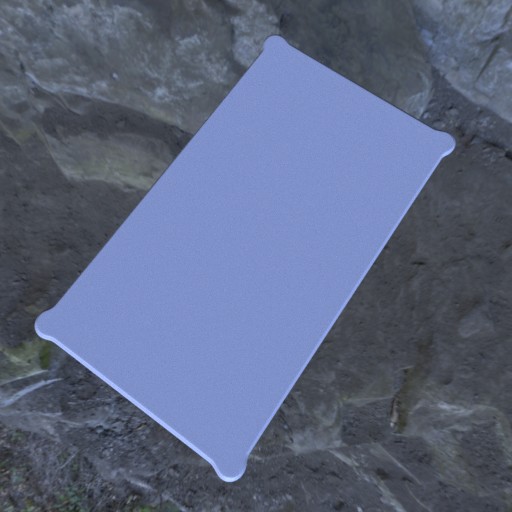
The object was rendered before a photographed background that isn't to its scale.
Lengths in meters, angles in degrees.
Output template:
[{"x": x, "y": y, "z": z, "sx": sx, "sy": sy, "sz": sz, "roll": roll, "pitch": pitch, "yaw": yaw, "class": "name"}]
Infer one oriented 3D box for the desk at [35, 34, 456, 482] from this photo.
[{"x": 0.000, "y": 0.000, "z": 1.850, "sx": 0.807, "sy": 0.762, "sz": 1.380, "roll": 34, "pitch": 78, "yaw": 8, "class": "desk"}]
